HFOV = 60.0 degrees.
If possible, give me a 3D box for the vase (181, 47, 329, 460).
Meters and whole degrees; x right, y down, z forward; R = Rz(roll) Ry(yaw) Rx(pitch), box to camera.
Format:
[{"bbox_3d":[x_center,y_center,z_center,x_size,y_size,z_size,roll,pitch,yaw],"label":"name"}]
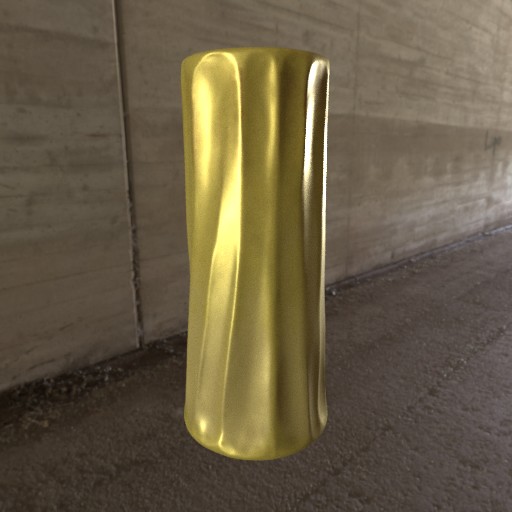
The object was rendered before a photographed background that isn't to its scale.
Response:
[{"bbox_3d":[0.000,0.000,0.175,0.061,0.143,0.061,0,14,0],"label":"vase"}]
